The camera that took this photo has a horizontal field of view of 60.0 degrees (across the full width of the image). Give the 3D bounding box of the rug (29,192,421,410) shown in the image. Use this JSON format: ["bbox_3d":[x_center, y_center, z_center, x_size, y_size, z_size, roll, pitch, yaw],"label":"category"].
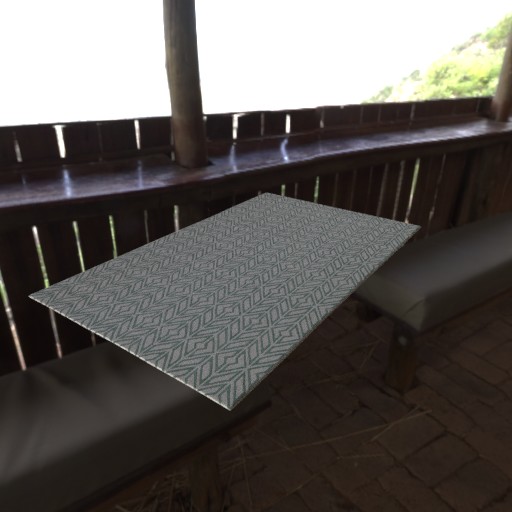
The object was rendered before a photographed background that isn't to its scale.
[{"bbox_3d":[0.000,0.000,3.073,1.517,0.011,2.435,18,31,32],"label":"rug"}]
